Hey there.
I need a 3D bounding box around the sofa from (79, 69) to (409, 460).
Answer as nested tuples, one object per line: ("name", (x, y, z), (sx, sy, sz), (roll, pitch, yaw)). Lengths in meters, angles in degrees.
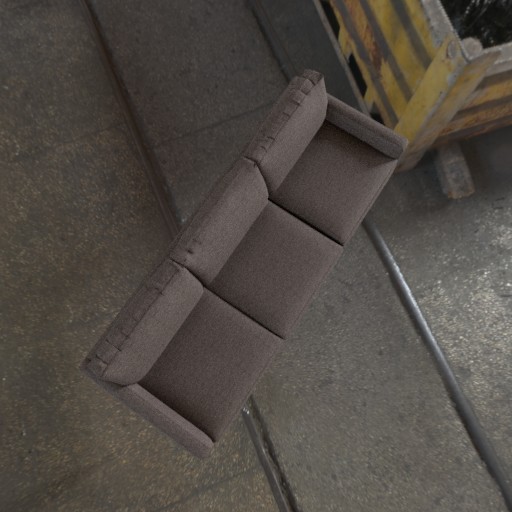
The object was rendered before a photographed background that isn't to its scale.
("sofa", (0.000, 0.000, 2.758), (0.876, 0.882, 2.253), (33, 78, 8))
